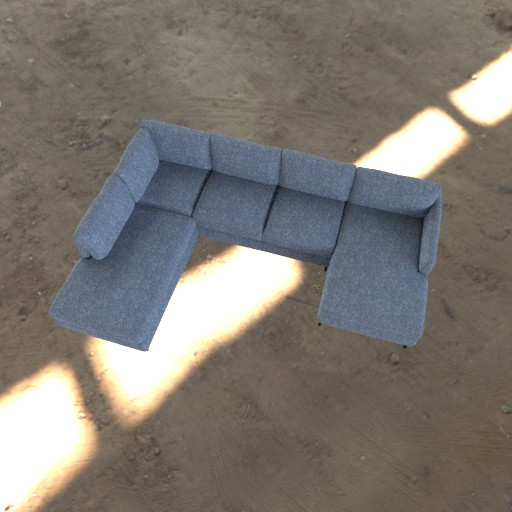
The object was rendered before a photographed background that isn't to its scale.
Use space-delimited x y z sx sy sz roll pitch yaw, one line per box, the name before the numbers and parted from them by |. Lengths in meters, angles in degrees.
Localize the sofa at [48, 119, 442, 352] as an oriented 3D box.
sofa | 0.000 0.000 3.569 2.737 0.756 1.879 14 60 8
